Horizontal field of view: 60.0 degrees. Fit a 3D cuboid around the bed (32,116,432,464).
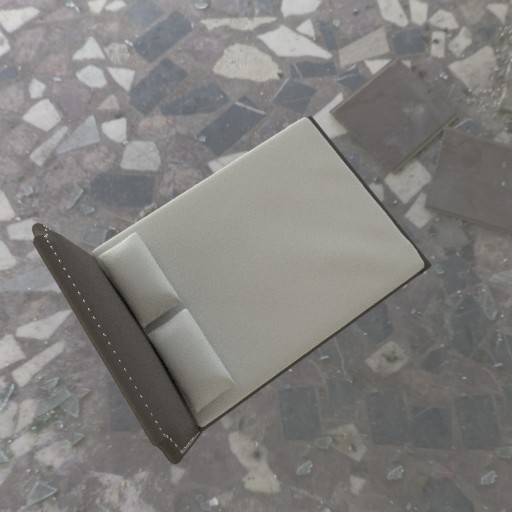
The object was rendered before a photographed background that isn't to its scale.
[{"bbox_3d":[0.000,0.000,3.381,2.372,1.443,1.713,-34,79,-8],"label":"bed"}]
